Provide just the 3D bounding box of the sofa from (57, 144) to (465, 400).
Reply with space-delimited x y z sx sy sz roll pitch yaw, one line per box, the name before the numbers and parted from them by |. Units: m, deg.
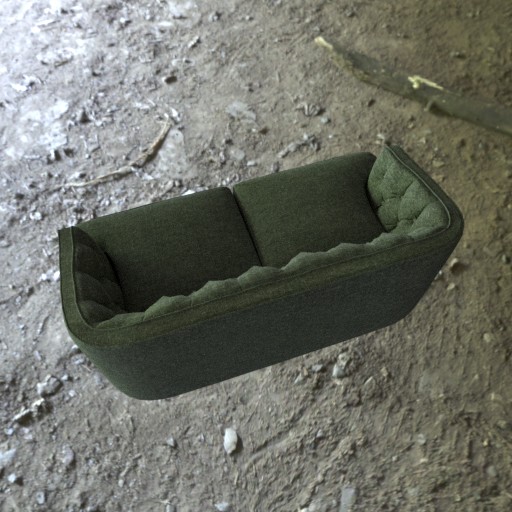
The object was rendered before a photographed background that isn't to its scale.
sofa | 0.000 0.000 2.224 1.733 0.855 0.941 -16 59 -10
